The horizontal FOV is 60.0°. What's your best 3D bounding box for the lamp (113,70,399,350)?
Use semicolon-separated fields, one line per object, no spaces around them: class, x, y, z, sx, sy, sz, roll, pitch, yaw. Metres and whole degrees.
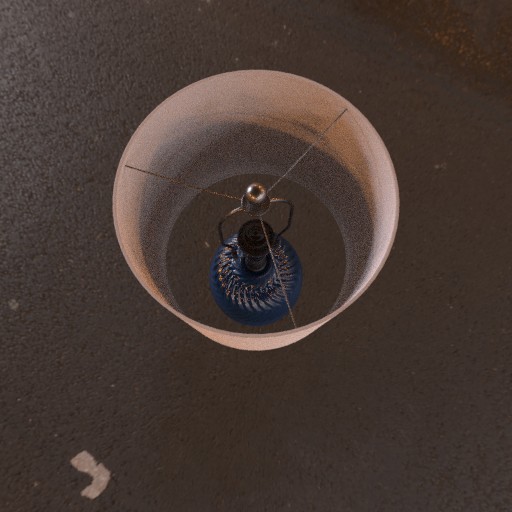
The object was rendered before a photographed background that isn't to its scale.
lamp;0.000;0.000;0.487;0.203;0.368;0.203;-15;76;-4
